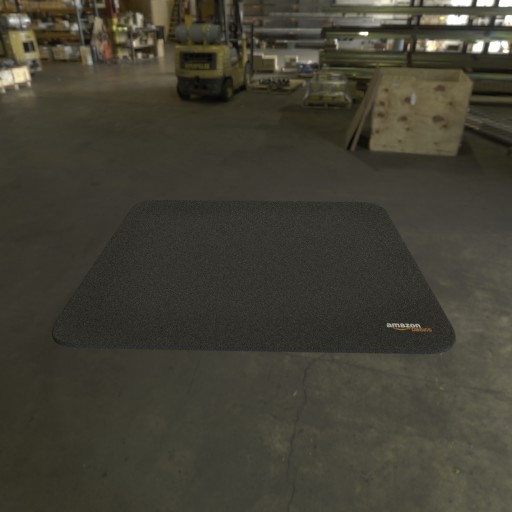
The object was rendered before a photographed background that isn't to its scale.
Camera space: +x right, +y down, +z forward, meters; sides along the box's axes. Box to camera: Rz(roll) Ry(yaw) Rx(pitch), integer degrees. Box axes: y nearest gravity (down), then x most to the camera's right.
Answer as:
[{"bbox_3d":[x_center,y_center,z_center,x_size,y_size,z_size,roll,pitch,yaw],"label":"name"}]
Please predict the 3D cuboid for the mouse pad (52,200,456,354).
[{"bbox_3d":[0.000,0.000,0.326,0.229,0.003,0.203,1,30,1],"label":"mouse pad"}]
